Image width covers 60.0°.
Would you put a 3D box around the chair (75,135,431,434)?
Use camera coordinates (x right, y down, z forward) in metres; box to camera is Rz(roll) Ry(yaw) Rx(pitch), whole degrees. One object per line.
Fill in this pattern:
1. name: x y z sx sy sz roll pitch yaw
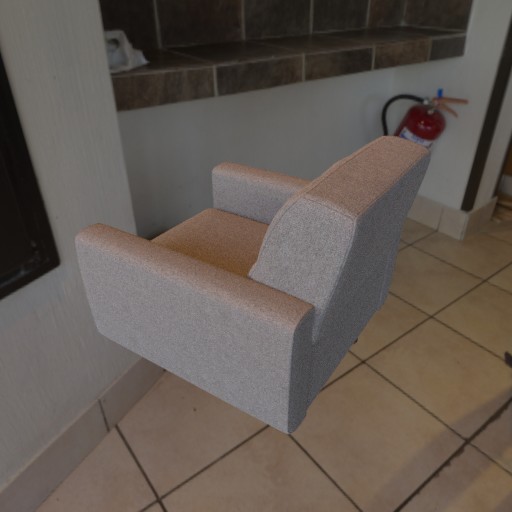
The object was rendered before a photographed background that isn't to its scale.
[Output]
1. chair: 0.000 0.000 1.557 0.907 0.839 0.831 20 37 28
